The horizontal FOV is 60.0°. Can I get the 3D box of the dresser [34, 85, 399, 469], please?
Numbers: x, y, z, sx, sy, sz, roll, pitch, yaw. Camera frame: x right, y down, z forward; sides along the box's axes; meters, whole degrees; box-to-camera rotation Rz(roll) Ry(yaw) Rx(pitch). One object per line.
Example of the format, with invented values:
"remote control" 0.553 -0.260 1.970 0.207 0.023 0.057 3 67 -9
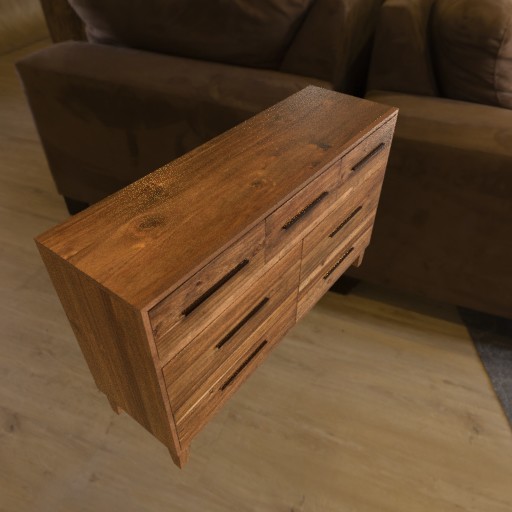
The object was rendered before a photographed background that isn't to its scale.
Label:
"dresser" 0.000 0.000 1.800 0.446 0.873 1.400 27 48 27
